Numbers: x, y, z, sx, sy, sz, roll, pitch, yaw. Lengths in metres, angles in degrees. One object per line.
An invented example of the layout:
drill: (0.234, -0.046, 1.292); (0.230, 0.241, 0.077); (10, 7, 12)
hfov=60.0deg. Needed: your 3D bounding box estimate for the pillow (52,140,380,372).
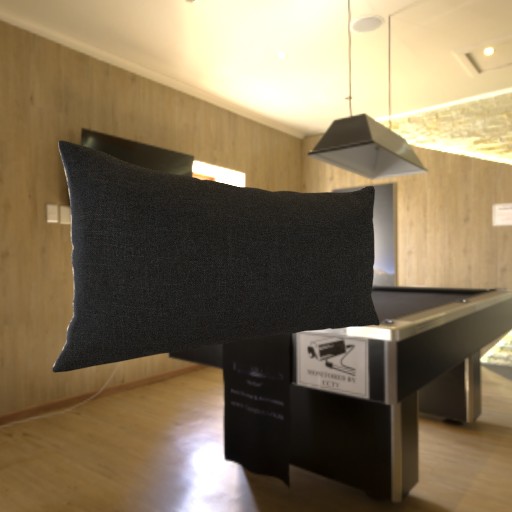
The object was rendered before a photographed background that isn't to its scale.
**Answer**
pillow: (0.000, 0.000, 0.738); (0.631, 0.292, 0.148); (0, 0, -36)
